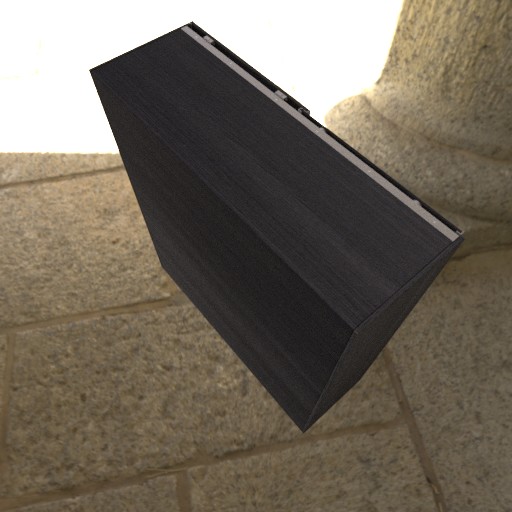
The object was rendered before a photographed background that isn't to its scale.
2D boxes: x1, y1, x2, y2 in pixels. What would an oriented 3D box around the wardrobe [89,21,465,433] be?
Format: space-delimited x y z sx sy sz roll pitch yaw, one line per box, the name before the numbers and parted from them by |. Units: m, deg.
wardrobe | 0.000 0.000 2.749 0.629 1.960 1.780 -36 66 -19
